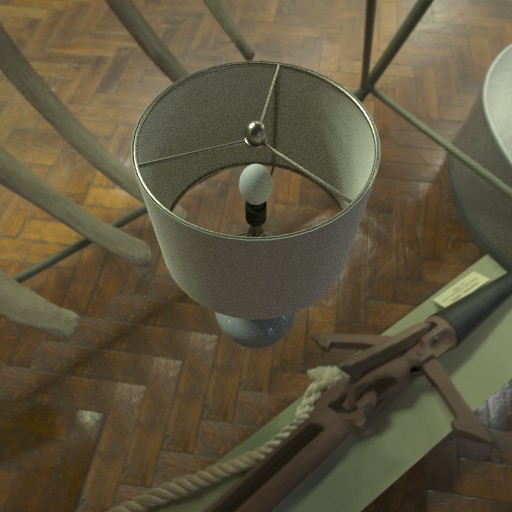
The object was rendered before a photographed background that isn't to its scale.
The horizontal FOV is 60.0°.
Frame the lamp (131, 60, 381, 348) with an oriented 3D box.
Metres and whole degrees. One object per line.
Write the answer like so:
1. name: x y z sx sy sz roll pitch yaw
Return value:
1. lamp: 0.000 0.000 0.946 0.367 0.730 0.367 -32 64 -18
